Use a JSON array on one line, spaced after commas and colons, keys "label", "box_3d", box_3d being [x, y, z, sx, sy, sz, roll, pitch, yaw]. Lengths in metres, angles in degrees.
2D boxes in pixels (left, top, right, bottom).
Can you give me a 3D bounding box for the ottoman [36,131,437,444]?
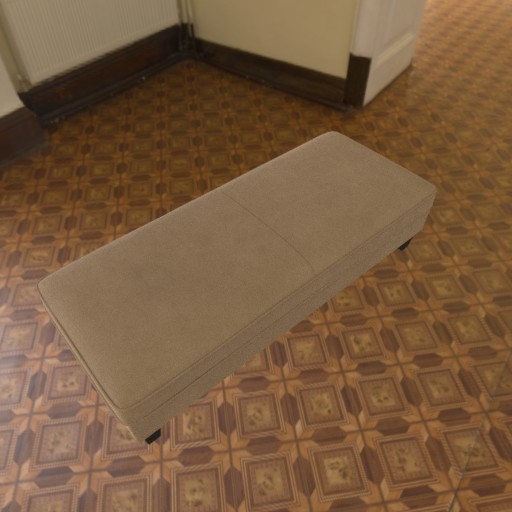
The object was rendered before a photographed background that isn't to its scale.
[{"label": "ottoman", "box_3d": [0.000, 0.000, 2.035, 1.726, 0.460, 0.735, -32, 55, -26]}]
